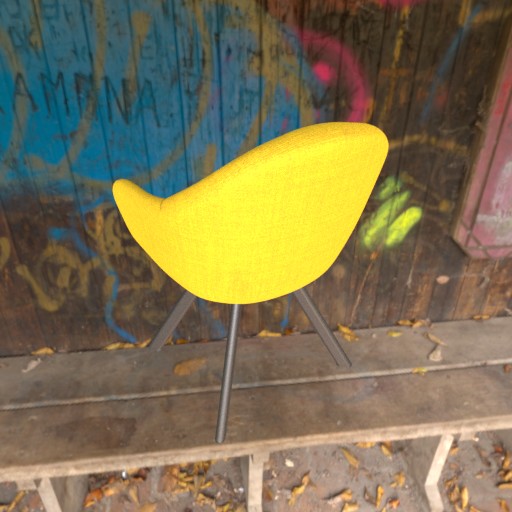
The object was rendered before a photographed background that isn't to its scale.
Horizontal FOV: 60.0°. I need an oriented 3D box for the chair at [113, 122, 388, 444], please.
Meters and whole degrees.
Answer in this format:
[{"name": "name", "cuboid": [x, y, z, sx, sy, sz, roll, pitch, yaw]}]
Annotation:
[{"name": "chair", "cuboid": [0.000, 0.000, 1.191, 0.590, 0.795, 0.550, -20, 37, -29]}]
